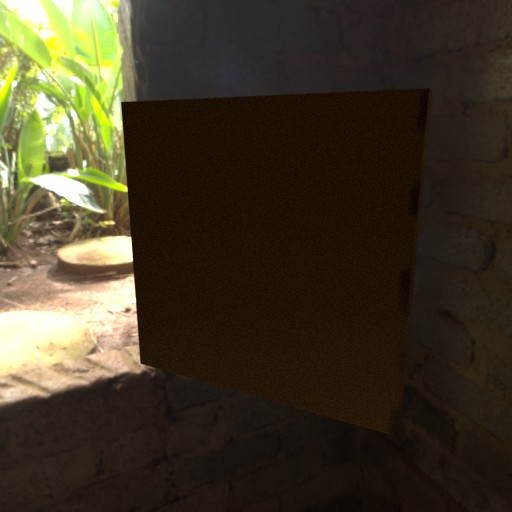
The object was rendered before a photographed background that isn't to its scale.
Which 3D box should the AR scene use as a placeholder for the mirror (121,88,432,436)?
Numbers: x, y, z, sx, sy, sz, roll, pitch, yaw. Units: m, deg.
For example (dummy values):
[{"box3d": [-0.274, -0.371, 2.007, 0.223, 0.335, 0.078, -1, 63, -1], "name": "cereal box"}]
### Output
[{"box3d": [0.000, 0.000, 0.749, 0.509, 0.507, 0.042, 7, 17, 26], "name": "mirror"}]
